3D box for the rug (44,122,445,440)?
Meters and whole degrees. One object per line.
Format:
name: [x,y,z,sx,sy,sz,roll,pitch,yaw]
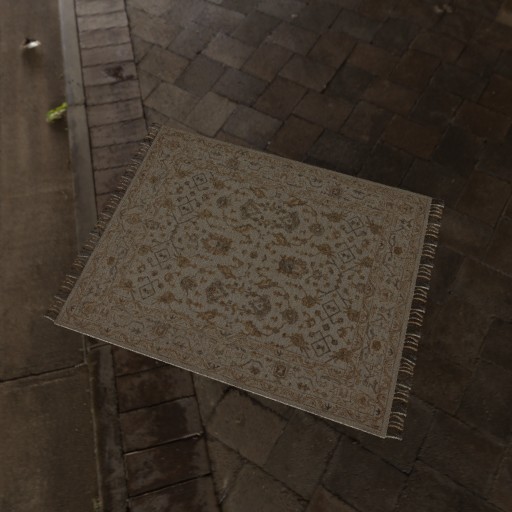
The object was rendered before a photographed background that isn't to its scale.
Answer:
rug: [0.000,0.000,2.251,1.726,0.009,1.278,17,66,8]
